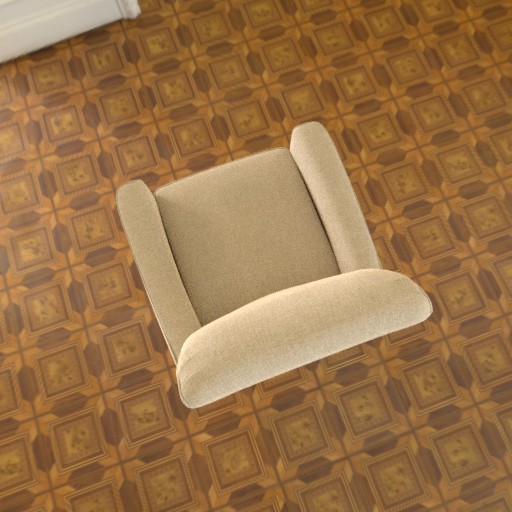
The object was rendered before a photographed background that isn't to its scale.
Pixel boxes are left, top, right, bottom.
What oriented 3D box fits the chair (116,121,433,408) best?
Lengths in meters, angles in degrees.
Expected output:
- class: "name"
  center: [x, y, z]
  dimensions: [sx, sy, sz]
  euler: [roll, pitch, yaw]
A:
- class: "chair"
  center: [0.000, 0.000, 1.660]
  dimensions: [0.845, 1.023, 0.859]
  euler: [-20, 76, -5]
